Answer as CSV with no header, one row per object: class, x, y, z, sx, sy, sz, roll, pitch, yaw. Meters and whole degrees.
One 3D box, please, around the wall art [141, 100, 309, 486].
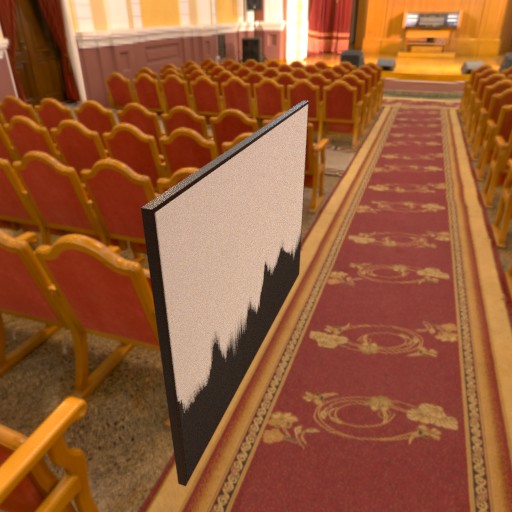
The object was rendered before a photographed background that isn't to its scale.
wall art,0.000,0.000,1.214,0.019,0.660,0.957,10,31,17
